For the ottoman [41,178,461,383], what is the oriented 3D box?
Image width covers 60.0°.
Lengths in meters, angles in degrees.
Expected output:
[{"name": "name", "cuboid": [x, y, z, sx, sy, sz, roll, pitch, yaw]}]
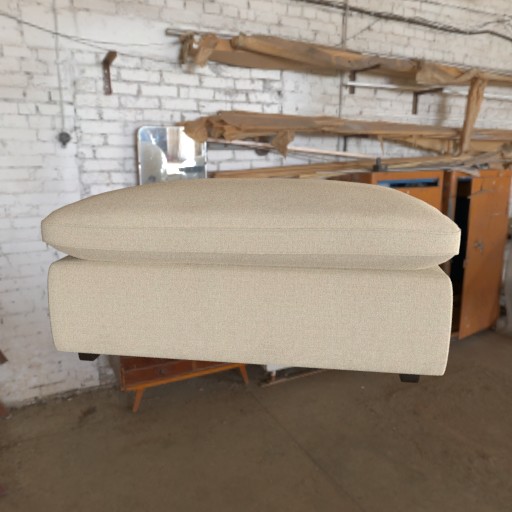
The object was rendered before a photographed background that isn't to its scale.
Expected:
[{"name": "ottoman", "cuboid": [0.000, 0.000, 1.326, 0.984, 0.453, 0.686, 2, 13, 8]}]
